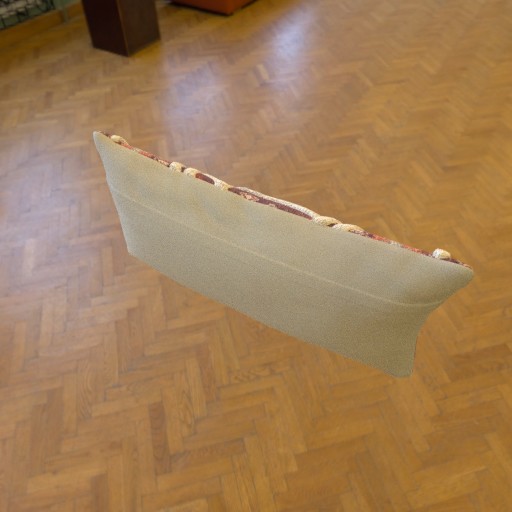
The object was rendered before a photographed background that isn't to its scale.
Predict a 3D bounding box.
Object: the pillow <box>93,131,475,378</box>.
[{"bbox_3d":[0.000,0.000,0.734,0.608,0.295,0.161,22,51,19],"label":"pillow"}]
